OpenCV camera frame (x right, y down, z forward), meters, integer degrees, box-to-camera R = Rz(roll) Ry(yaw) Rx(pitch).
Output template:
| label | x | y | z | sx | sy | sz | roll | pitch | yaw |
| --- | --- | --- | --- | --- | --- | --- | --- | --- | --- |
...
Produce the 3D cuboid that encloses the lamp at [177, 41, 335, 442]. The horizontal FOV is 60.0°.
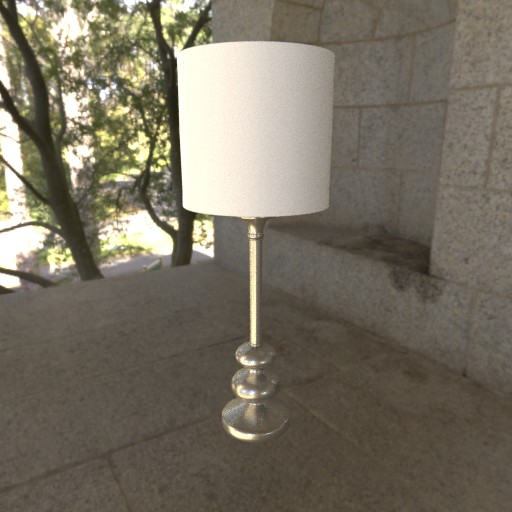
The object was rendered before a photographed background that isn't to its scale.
| label | x | y | z | sx | sy | sz | roll | pitch | yaw |
| --- | --- | --- | --- | --- | --- | --- | --- | --- | --- |
| lamp | 0.000 | 0.000 | 0.805 | 0.254 | 0.690 | 0.254 | 8 | 17 | 27 |
